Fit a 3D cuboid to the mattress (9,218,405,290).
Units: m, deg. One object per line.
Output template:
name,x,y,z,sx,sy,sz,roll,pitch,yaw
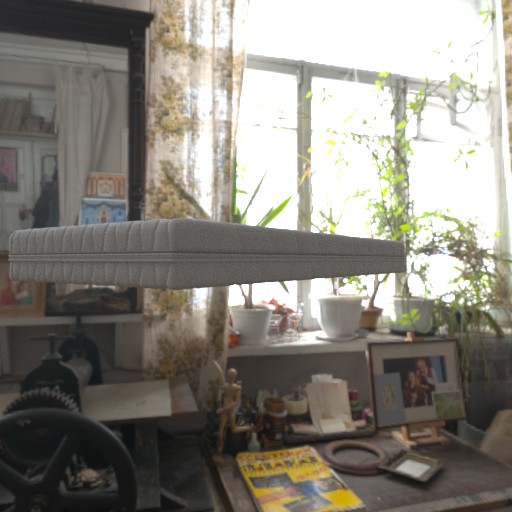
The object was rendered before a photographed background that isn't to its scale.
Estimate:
mattress,0.000,0.000,2.240,0.900,0.200,2.000,0,-1,35
